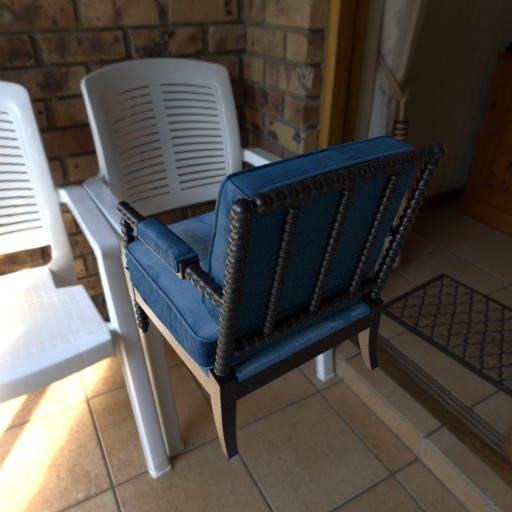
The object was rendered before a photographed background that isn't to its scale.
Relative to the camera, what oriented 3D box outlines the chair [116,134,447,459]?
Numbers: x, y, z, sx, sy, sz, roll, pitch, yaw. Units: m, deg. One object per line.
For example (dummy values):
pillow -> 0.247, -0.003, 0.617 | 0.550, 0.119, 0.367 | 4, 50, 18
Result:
chair -> 0.000, 0.000, 1.456 | 0.688, 0.857, 0.805 | -20, 37, -29
